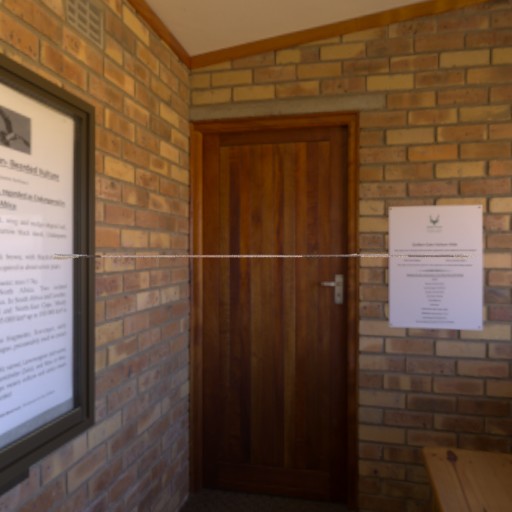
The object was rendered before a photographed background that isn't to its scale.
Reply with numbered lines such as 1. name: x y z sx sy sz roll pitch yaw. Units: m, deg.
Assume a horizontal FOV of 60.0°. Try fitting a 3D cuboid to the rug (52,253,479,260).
1. rug: 0.000 0.000 2.512 2.021 0.027 1.224 0 0 -19
